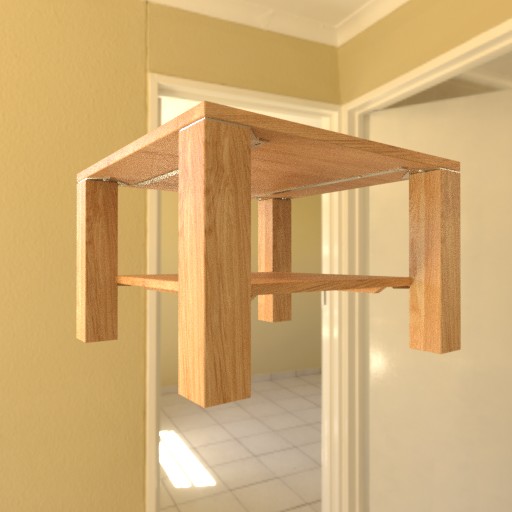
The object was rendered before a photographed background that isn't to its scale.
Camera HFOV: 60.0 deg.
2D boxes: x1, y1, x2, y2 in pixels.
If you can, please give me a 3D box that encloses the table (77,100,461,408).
[{"bbox_3d":[0.000,0.000,1.134,0.700,0.450,0.700,0,0,-36],"label":"table"}]
